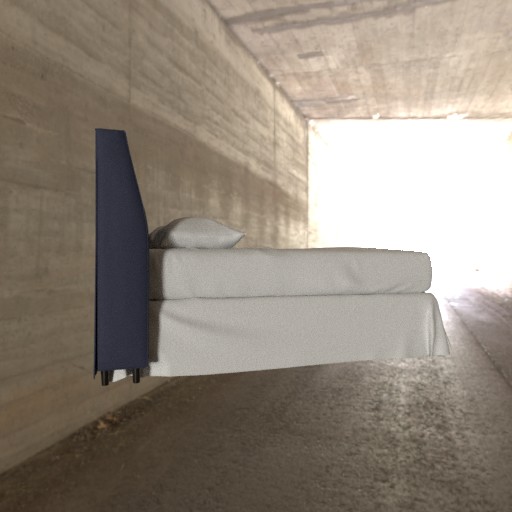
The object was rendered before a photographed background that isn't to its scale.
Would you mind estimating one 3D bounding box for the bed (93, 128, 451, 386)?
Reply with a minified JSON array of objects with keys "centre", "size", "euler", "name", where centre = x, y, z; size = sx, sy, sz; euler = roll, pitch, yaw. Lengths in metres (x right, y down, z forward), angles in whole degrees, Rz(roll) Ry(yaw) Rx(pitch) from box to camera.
[{"centre":[0.000,0.000,3.446],"size":[2.276,1.332,1.925],"euler":[0,0,-17],"name":"bed"}]
